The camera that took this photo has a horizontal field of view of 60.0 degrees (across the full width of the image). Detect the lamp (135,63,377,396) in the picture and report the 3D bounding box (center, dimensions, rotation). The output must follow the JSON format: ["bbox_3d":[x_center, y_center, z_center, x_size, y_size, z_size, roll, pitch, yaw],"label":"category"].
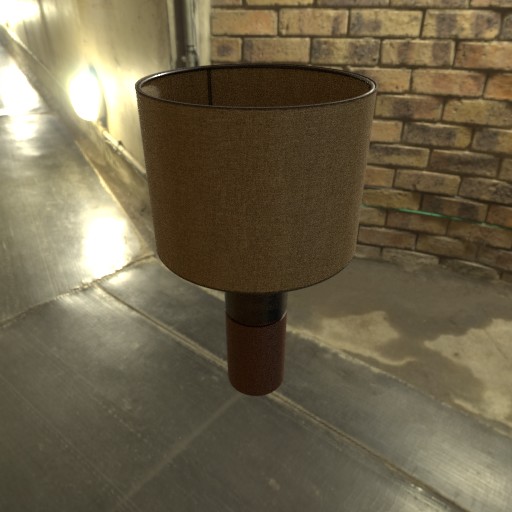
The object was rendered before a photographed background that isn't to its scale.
[{"bbox_3d":[0.000,0.000,0.468,0.202,0.350,0.202,0,31,0],"label":"lamp"}]
